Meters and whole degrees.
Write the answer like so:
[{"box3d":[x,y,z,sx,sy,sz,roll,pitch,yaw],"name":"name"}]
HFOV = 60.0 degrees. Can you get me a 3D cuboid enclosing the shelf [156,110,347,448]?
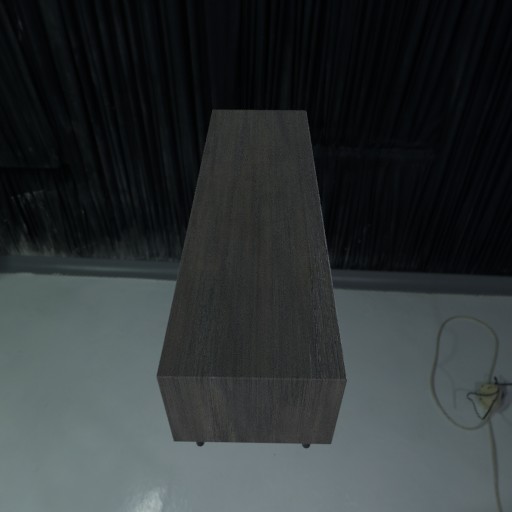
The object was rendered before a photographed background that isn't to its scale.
[{"box3d":[0.000,0.000,1.562,0.400,0.495,1.300,1,42,1],"name":"shelf"}]
